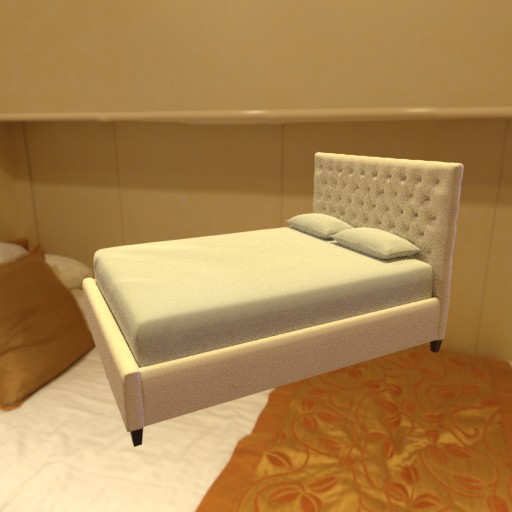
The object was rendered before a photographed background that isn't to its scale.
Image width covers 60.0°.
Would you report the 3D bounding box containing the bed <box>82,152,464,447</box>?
[{"bbox_3d":[0.000,0.000,3.400,2.387,1.427,1.698,-8,18,-26],"label":"bed"}]
